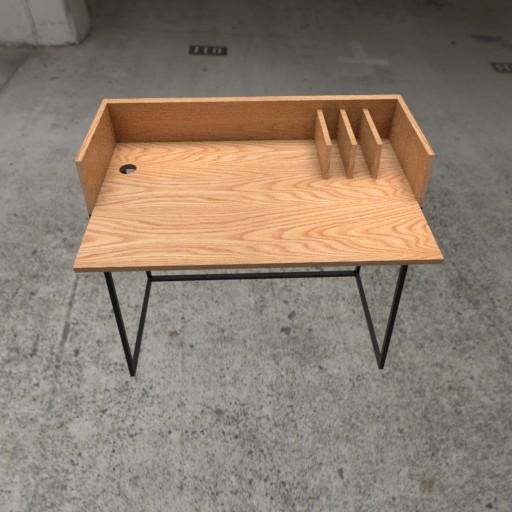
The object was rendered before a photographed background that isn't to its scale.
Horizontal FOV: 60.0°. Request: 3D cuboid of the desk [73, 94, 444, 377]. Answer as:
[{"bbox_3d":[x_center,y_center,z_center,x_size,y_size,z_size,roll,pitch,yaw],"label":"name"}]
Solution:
[{"bbox_3d":[0.000,0.000,1.890,1.191,1.061,0.769,-1,45,-1],"label":"desk"}]
